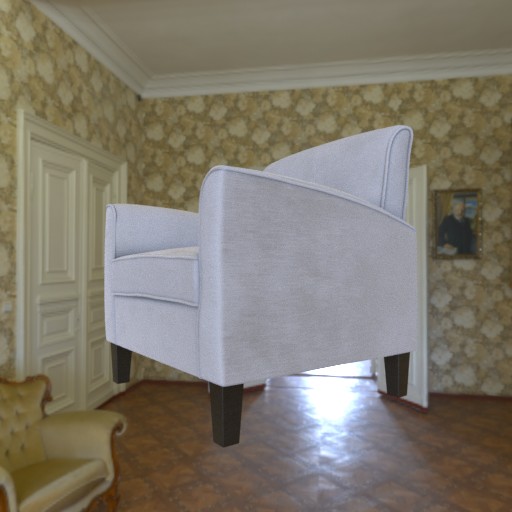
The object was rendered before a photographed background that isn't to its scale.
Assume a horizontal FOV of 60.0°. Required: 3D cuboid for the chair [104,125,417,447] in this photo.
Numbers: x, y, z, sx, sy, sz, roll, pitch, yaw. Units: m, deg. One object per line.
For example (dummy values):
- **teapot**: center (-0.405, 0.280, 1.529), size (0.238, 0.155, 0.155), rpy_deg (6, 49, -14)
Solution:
- **chair**: center (0.000, 0.000, 1.555), size (0.821, 0.915, 0.820), rpy_deg (1, -2, -37)
